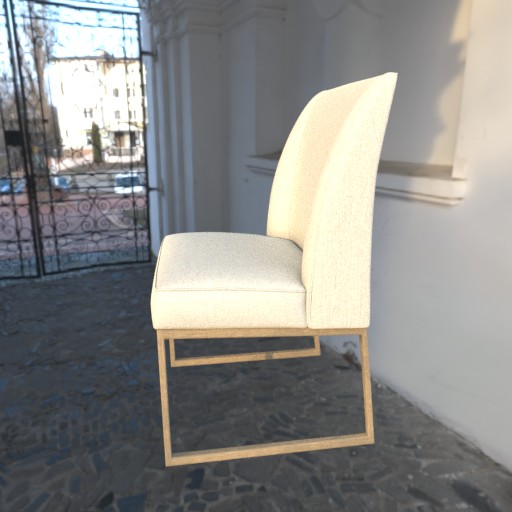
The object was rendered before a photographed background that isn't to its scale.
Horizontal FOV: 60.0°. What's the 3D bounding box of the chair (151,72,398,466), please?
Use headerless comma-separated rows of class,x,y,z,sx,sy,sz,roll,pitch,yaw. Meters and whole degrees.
chair,0.000,0.000,1.173,0.522,0.863,0.508,-2,16,-9
